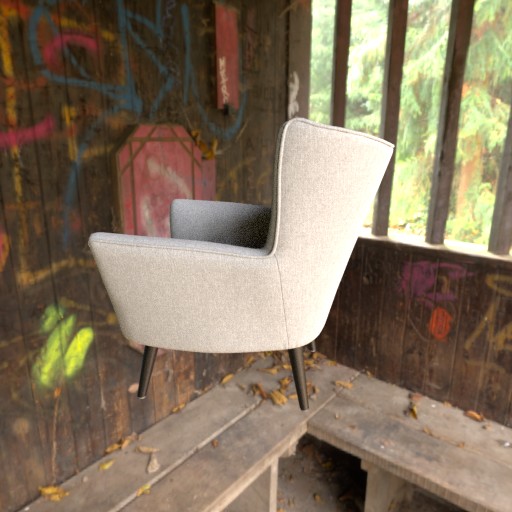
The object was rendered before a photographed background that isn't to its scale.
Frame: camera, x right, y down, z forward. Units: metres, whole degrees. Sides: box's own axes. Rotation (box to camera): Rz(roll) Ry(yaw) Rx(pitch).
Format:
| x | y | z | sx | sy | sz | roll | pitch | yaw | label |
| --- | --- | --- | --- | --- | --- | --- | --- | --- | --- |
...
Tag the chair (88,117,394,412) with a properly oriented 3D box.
| x | y | z | sx | sy | sz | roll | pitch | yaw | label |
| --- | --- | --- | --- | --- | --- | --- | --- | --- | --- |
| 0.000 | 0.000 | 1.598 | 0.888 | 0.933 | 0.781 | 3 | 16 | 10 | chair |
